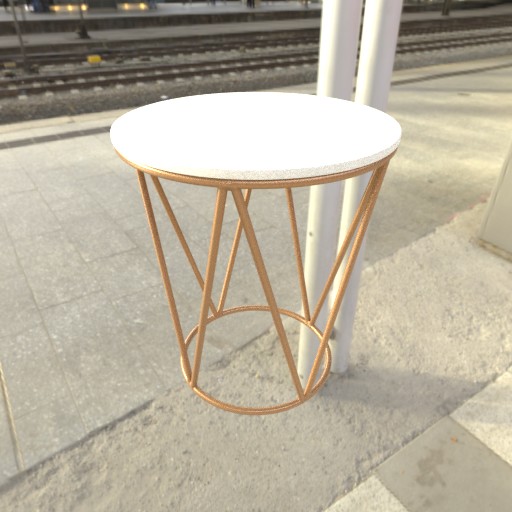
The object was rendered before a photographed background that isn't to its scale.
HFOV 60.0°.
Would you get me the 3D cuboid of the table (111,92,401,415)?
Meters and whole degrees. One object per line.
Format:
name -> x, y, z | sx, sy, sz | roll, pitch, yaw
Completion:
table -> 0.000, 0.000, 0.935 | 0.500, 0.564, 0.500 | 0, 31, 0
